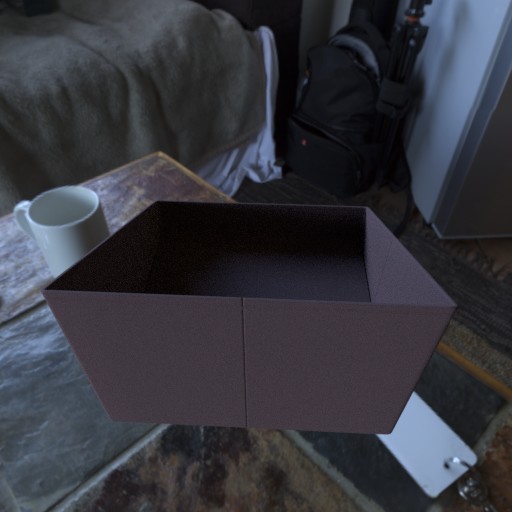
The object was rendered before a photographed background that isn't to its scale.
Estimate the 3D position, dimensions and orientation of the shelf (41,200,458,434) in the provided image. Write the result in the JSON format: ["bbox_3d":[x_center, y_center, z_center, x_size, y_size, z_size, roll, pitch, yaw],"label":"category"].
[{"bbox_3d":[0.000,0.000,0.481,0.292,0.210,0.292,2,46,2],"label":"shelf"}]
